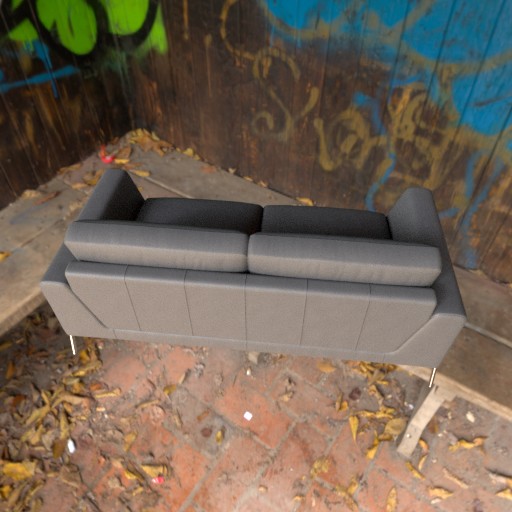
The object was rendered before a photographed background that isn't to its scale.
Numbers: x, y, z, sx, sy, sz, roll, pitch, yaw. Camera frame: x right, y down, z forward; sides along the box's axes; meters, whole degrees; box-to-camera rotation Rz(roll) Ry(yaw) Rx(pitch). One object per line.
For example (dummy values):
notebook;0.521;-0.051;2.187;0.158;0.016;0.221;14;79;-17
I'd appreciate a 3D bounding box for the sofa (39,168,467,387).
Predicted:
sofa;0.000;0.000;2.483;2.017;0.875;0.953;4;46;4
